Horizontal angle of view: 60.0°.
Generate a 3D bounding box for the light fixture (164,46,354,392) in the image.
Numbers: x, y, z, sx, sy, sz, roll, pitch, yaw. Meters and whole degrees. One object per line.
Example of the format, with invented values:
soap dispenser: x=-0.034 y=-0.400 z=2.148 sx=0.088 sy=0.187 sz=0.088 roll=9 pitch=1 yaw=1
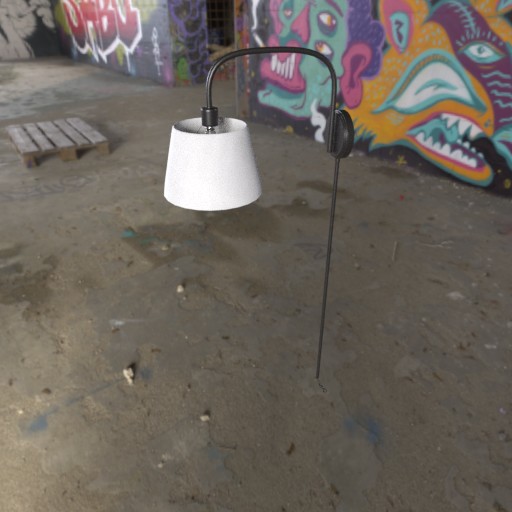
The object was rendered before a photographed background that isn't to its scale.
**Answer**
light fixture: x=0.000 y=0.000 z=0.467 sx=0.176 sy=0.399 sz=0.092 roll=-9 pitch=31 yaw=-15
